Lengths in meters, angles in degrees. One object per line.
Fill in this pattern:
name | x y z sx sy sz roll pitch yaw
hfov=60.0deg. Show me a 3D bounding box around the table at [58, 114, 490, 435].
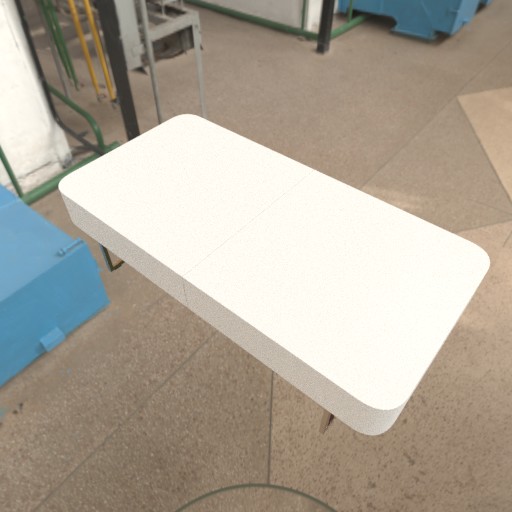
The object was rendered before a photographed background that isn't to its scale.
table | 0.000 0.000 1.425 1.200 0.340 0.600 31 54 26
